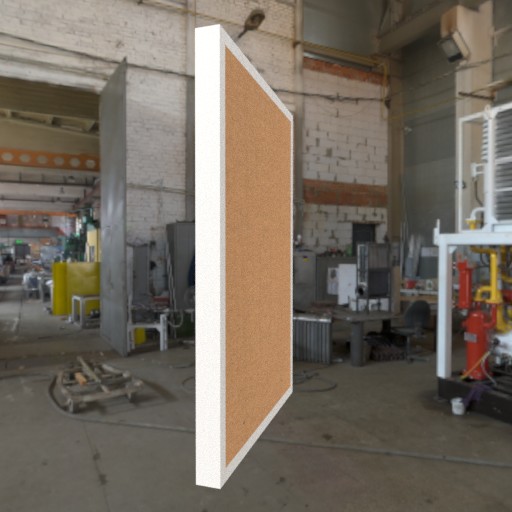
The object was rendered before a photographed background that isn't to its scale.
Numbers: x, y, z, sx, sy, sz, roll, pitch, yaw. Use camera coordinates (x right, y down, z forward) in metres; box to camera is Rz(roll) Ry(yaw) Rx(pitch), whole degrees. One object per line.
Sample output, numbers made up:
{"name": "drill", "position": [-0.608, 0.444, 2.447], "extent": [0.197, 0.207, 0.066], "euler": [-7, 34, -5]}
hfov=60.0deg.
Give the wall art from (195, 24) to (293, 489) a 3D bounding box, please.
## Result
{"name": "wall art", "position": [0.000, 0.000, 0.551], "extent": [0.025, 0.428, 0.293], "euler": [0, 1, 18]}
